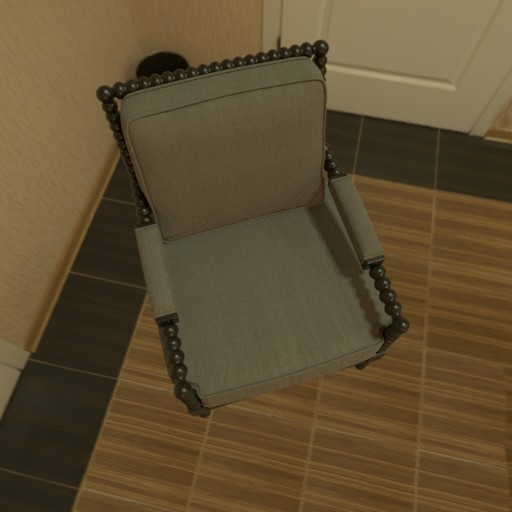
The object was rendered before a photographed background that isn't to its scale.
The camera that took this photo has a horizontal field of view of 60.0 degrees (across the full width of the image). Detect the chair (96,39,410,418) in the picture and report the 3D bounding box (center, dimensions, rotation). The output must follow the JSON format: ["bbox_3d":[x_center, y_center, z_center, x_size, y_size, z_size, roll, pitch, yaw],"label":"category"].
[{"bbox_3d":[0.000,0.000,1.084,0.540,0.661,0.622,-15,66,-7],"label":"chair"}]
